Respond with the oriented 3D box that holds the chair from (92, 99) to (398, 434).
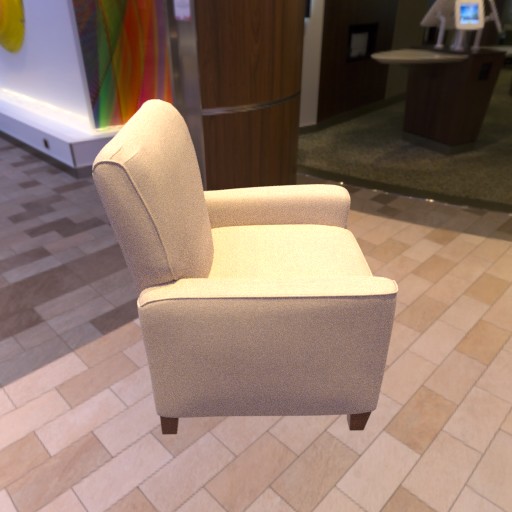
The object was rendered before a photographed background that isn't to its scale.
[{"bbox_3d":[0.000,0.000,1.636,0.858,1.023,0.841,-1,31,-1],"label":"chair"}]
